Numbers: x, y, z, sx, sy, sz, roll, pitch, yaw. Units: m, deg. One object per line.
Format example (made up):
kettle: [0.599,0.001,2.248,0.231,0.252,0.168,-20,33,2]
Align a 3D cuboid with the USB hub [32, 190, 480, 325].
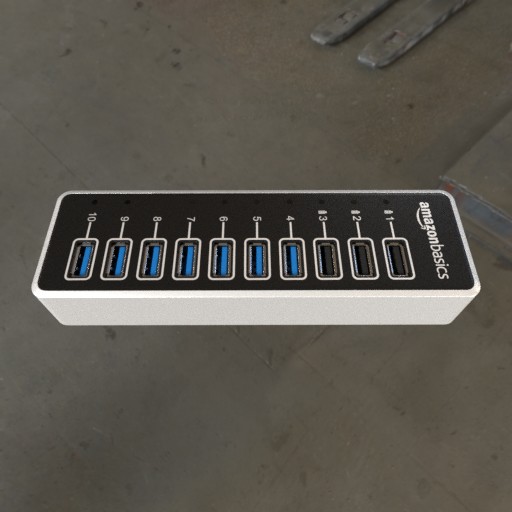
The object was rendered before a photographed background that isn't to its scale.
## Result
USB hub: [0.000,0.000,0.161,0.145,0.023,0.044,0,58,0]
